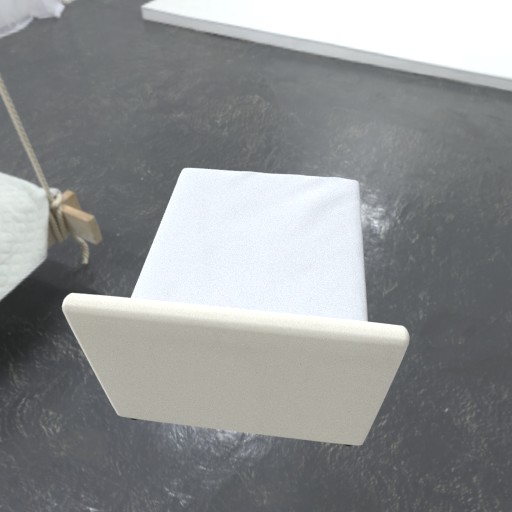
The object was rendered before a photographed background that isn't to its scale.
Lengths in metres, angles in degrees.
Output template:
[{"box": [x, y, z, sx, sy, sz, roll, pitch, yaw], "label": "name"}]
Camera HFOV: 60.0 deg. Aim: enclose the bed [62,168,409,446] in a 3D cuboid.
[{"box": [0.000, 0.000, 3.231, 1.713, 1.330, 2.142, 5, 47, 5], "label": "bed"}]
